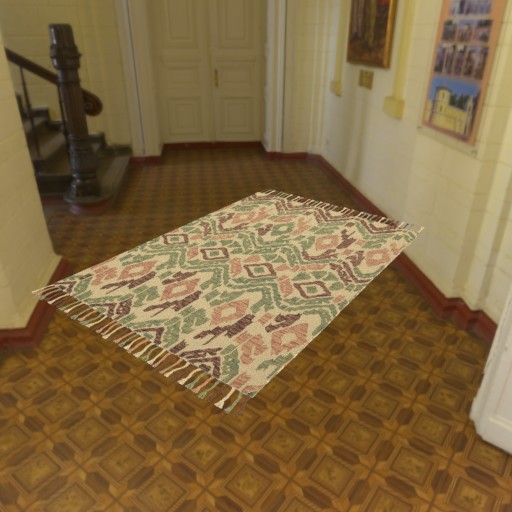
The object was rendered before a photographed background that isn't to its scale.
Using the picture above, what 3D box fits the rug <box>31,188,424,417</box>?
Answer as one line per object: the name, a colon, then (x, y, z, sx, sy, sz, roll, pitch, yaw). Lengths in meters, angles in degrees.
rug: (0.000, 0.000, 2.348, 1.219, 0.010, 1.829, 19, 33, 32)
